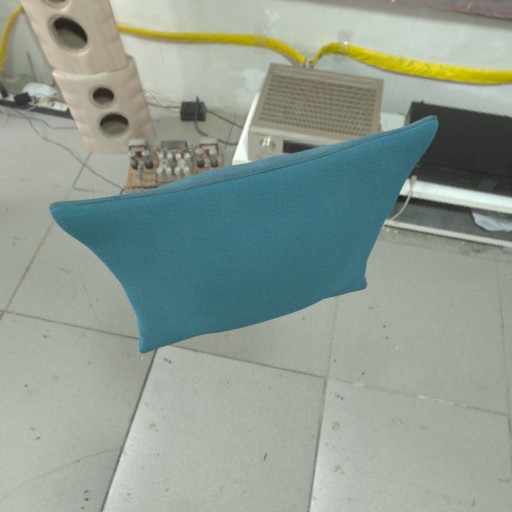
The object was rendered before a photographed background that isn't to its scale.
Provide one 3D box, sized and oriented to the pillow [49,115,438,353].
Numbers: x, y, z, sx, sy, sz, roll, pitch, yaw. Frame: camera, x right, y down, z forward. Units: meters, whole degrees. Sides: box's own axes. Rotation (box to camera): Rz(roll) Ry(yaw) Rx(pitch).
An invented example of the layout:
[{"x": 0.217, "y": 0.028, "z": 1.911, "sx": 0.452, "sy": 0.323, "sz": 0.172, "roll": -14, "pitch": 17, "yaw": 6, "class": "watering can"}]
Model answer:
[{"x": 0.000, "y": 0.000, "z": 0.642, "sx": 0.433, "sy": 0.415, "sz": 0.151, "roll": -15, "pitch": 60, "yaw": -9, "class": "pillow"}]
